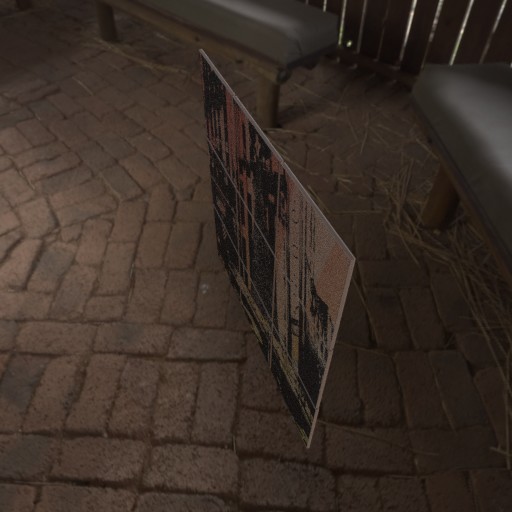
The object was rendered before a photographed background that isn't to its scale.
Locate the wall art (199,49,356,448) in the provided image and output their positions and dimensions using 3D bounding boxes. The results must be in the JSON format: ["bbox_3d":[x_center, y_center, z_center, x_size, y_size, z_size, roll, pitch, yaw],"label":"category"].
[{"bbox_3d":[0.000,0.000,2.308,0.017,1.521,1.527,-16,50,-14],"label":"wall art"}]
